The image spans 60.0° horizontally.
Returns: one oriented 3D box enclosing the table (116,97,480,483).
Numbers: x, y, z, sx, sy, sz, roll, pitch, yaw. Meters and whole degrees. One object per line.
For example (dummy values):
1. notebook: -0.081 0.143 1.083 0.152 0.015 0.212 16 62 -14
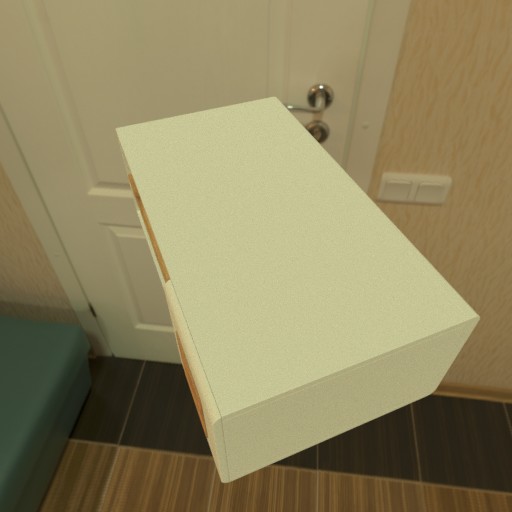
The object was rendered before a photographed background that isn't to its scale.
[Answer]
1. table: 0.000 0.000 1.407 0.639 0.442 1.097 -17 49 -15
